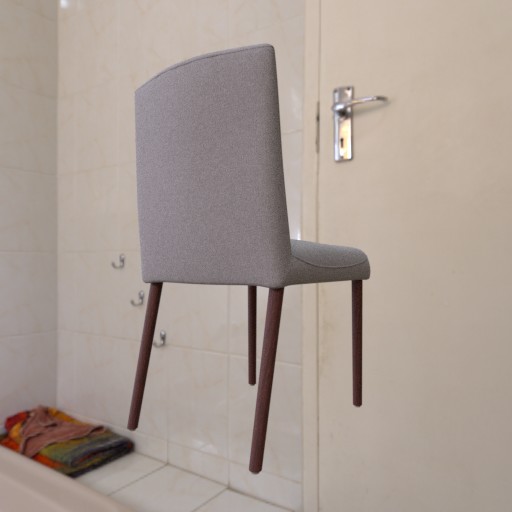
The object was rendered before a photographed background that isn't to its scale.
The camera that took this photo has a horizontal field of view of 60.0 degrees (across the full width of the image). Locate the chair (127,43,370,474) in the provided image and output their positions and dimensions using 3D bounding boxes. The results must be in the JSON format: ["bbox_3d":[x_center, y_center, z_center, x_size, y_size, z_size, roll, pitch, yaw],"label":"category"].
[{"bbox_3d":[0.000,0.000,1.195,0.456,0.859,0.570,-1,-1,36],"label":"chair"}]
